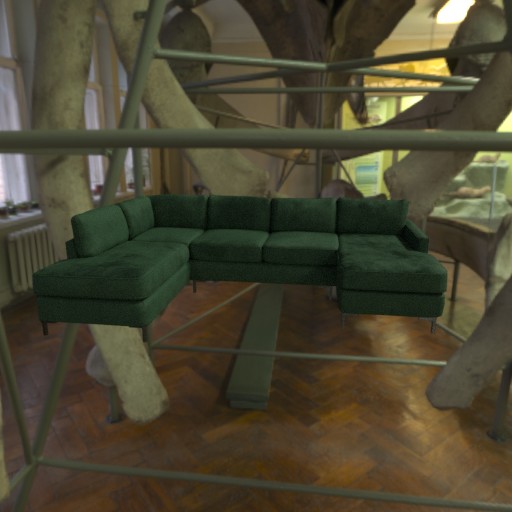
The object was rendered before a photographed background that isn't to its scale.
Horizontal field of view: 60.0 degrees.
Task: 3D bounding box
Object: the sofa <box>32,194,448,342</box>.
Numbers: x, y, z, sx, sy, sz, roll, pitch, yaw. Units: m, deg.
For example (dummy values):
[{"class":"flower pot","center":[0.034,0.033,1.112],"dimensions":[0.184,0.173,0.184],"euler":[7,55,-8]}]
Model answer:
[{"class":"sofa","center":[0.000,0.000,3.886],"dimensions":[2.994,0.861,1.992],"euler":[2,15,8]}]
